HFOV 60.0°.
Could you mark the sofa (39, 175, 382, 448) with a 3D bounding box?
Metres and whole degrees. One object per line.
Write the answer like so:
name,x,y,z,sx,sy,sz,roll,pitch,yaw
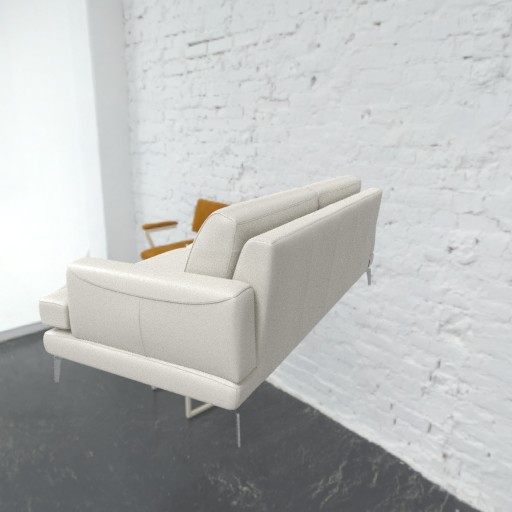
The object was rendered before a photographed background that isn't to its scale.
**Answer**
sofa,0.000,0.000,2.357,0.974,0.765,1.940,8,17,26
